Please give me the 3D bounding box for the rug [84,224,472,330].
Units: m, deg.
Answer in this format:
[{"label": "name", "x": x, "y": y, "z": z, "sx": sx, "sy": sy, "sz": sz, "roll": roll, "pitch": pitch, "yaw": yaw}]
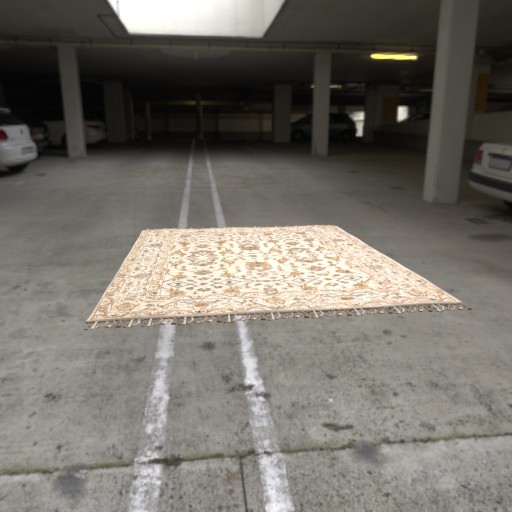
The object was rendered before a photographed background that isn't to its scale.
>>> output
[{"label": "rug", "x": 0.000, "y": 0.000, "z": 4.154, "sx": 2.426, "sy": 0.034, "sz": 3.061, "roll": -2, "pitch": 15, "yaw": -7}]
